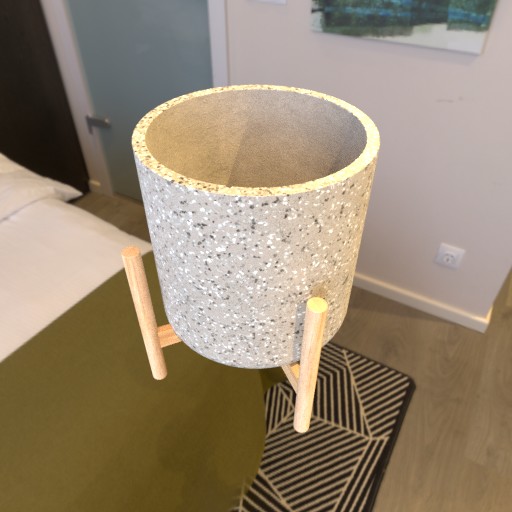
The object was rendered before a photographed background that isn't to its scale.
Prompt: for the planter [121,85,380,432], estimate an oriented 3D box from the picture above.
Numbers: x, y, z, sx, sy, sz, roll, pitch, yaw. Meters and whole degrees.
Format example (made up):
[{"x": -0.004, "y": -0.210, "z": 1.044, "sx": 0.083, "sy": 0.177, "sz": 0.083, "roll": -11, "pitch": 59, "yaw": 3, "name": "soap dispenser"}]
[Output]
[{"x": 0.000, "y": 0.000, "z": 0.689, "sx": 0.360, "sy": 0.419, "sz": 0.360, "roll": 0, "pitch": 41, "yaw": 0, "name": "planter"}]
